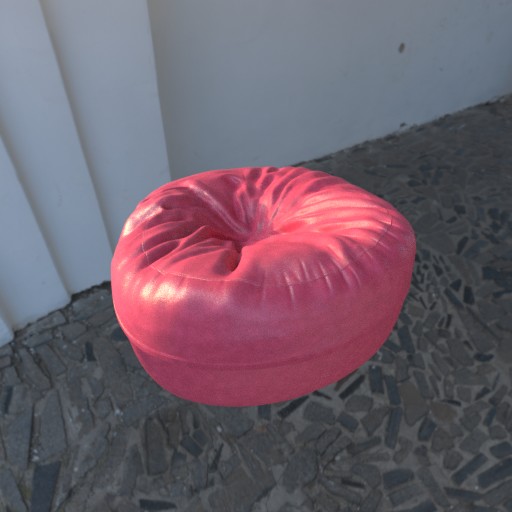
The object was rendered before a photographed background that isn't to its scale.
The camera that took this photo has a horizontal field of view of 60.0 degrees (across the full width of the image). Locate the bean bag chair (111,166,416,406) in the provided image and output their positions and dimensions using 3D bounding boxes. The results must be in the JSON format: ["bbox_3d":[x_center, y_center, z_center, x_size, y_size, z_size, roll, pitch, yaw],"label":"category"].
[{"bbox_3d":[0.000,0.000,2.426,1.524,0.878,1.524,-12,43,-14],"label":"bean bag chair"}]
